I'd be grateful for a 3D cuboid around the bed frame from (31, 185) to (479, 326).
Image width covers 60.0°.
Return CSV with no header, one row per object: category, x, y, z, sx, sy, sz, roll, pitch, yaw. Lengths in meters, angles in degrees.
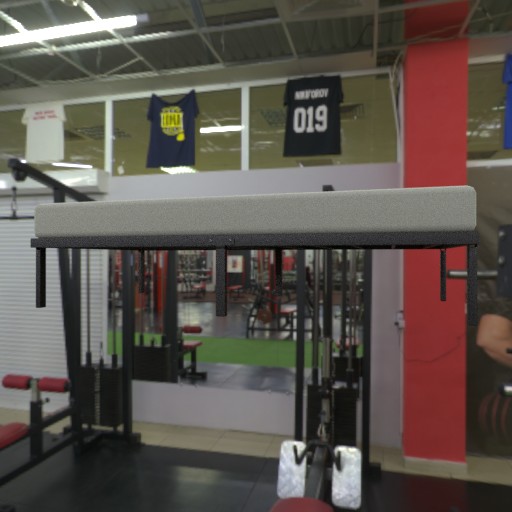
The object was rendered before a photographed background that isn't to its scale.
bed frame,0.000,0.000,3.139,2.635,0.680,1.393,0,0,17
